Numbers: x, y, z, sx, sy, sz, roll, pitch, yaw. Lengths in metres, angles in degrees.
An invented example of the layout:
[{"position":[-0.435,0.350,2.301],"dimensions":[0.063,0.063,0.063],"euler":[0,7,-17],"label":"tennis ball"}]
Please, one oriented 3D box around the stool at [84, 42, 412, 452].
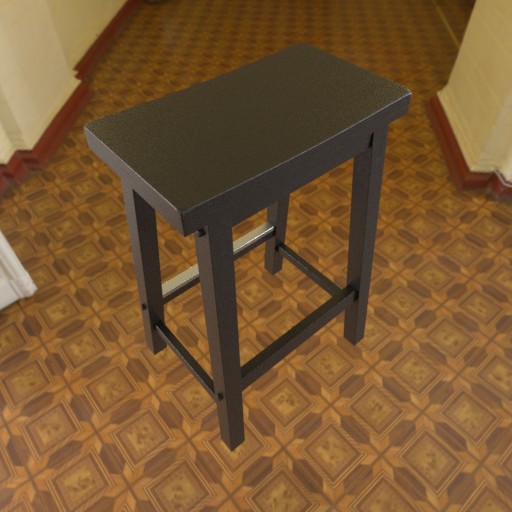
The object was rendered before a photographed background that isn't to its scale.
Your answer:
[{"position":[0.000,0.000,0.834],"dimensions":[0.406,0.610,0.322],"euler":[-32,55,-26],"label":"stool"}]
